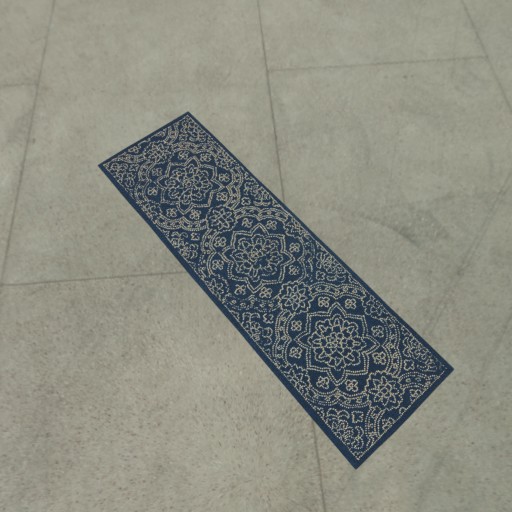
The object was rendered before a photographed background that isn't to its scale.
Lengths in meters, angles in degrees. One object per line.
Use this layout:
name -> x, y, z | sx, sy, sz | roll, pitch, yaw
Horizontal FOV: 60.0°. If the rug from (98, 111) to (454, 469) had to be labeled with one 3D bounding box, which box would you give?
rug -> 0.000, 0.000, 2.708 | 0.769, 0.012, 2.448 | -37, 69, -17
